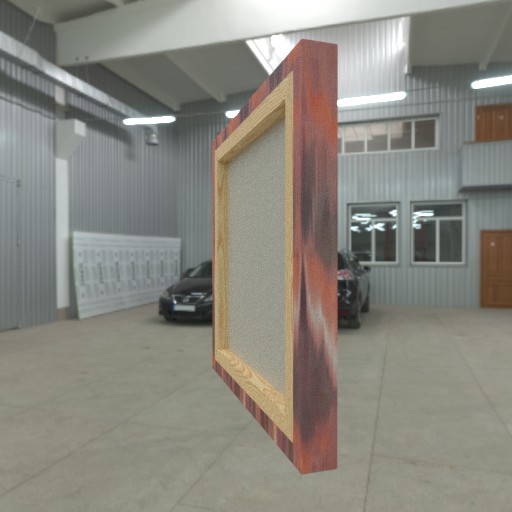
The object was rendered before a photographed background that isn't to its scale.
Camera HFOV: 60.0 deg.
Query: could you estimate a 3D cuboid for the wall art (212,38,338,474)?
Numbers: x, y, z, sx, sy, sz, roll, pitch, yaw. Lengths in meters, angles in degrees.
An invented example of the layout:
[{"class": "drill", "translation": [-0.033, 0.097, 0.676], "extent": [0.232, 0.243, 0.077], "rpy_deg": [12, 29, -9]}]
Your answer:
[{"class": "wall art", "translation": [0.000, 0.000, 0.609], "extent": [0.038, 0.406, 0.403], "rpy_deg": [0, 0, -17]}]
